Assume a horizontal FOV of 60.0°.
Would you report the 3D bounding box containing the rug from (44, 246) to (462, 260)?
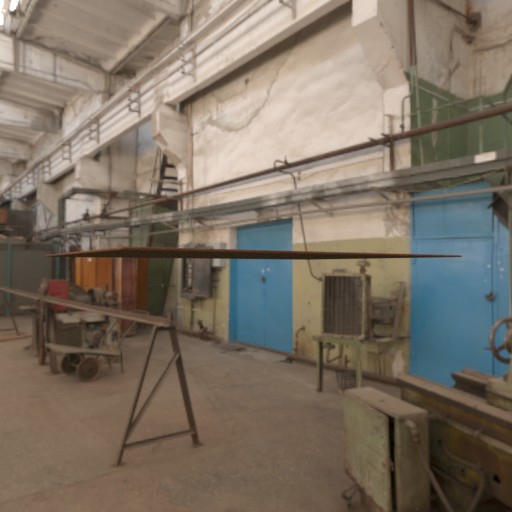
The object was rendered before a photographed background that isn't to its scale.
[{"bbox_3d":[0.000,0.000,2.324,1.829,0.010,1.219,1,-2,-35],"label":"rug"}]
